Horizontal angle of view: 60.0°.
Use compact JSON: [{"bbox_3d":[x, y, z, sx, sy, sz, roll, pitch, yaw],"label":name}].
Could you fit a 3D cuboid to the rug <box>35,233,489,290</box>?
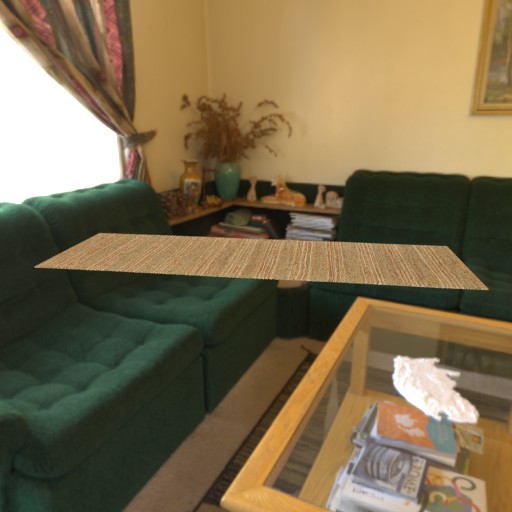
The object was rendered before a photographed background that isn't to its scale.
[{"bbox_3d":[0.000,0.000,2.726,2.438,0.006,0.783,2,17,8],"label":"rug"}]
